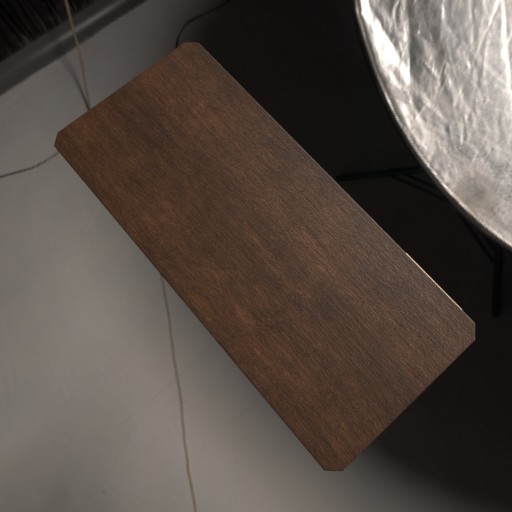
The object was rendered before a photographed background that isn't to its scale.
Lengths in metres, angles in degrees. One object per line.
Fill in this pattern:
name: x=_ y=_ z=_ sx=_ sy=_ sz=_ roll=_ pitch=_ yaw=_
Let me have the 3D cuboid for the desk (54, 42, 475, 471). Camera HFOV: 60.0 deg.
desk: x=0.000 y=0.000 z=1.871 sx=0.684 sy=0.762 sz=1.479 roll=-40 pitch=79 yaw=-9
